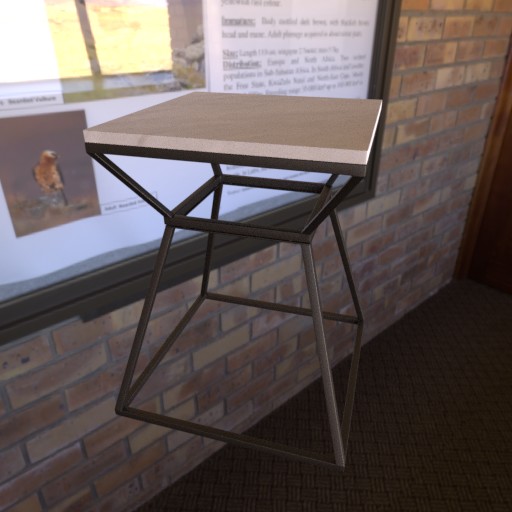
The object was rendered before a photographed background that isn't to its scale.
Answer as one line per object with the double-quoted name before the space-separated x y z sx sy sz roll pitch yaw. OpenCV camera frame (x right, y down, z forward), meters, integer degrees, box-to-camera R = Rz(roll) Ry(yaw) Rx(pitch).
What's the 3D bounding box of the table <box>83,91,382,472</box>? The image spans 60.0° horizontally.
"table" 0.000 0.000 0.893 0.455 0.559 0.455 8 29 14
